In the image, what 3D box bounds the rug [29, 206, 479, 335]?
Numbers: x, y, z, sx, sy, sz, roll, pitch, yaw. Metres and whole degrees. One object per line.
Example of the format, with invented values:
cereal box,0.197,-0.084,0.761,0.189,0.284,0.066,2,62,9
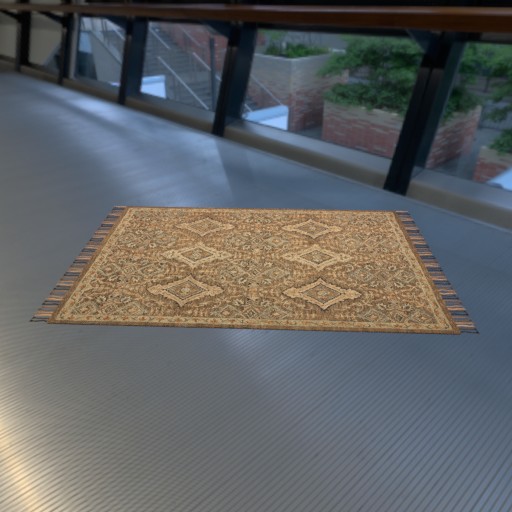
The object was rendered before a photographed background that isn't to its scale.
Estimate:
rug,0.000,0.000,3.035,2.434,0.010,1.516,1,31,2
